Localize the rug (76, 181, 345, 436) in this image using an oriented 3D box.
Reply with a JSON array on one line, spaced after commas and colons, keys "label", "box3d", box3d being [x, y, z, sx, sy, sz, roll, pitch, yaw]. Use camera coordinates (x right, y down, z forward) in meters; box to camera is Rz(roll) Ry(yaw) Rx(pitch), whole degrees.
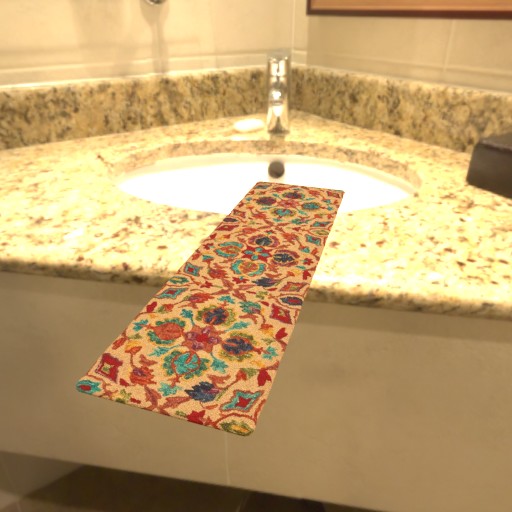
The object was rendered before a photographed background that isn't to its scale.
[{"label": "rug", "box3d": [0.000, 0.000, 2.468, 0.693, 0.016, 2.273, 9, 31, 15]}]
